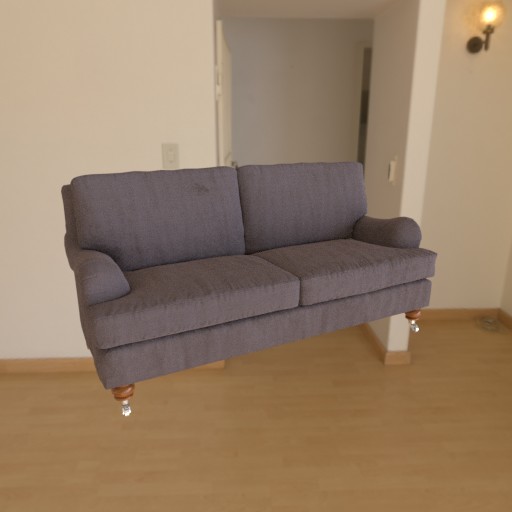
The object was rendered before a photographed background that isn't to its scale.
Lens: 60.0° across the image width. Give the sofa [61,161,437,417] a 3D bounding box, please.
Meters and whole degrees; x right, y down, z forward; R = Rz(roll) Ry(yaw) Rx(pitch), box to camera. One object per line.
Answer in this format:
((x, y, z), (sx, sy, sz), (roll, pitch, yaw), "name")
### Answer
((0.000, 0.000, 2.802), (2.165, 1.087, 1.086), (-9, 19, -27), "sofa")
